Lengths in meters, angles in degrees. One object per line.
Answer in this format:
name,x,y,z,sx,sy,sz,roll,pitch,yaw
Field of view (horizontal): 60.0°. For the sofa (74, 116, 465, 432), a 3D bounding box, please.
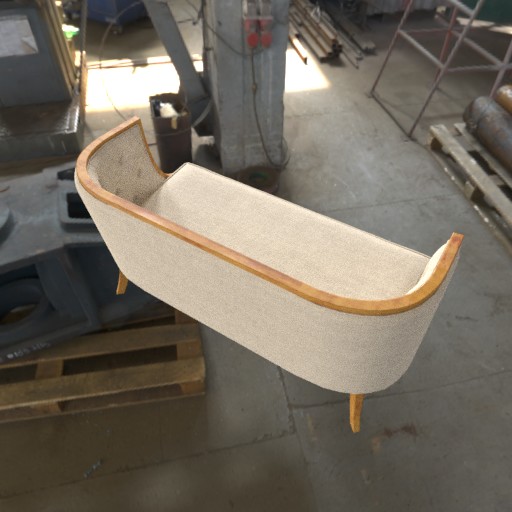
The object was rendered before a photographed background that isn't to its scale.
sofa,0.000,0.000,1.906,1.474,0.775,0.770,25,50,22
